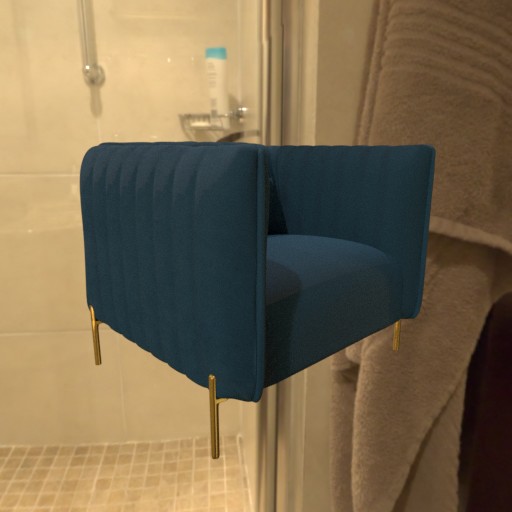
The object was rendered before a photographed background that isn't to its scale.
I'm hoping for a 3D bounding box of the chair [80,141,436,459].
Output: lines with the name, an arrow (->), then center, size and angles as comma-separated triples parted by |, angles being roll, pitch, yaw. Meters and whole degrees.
chair -> 0.000, 0.000, 1.573 | 0.947, 0.793, 0.877 | -13, 19, -42
